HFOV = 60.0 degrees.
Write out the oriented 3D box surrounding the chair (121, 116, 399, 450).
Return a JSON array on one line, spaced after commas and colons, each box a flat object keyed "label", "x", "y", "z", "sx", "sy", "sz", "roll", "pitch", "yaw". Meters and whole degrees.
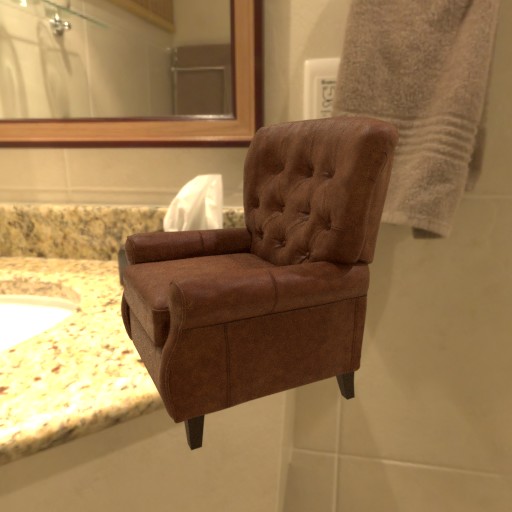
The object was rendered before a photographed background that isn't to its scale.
[{"label": "chair", "x": 0.000, "y": 0.000, "z": 1.919, "sx": 1.059, "sy": 1.164, "sz": 0.951, "roll": -8, "pitch": 17, "yaw": -26}]
